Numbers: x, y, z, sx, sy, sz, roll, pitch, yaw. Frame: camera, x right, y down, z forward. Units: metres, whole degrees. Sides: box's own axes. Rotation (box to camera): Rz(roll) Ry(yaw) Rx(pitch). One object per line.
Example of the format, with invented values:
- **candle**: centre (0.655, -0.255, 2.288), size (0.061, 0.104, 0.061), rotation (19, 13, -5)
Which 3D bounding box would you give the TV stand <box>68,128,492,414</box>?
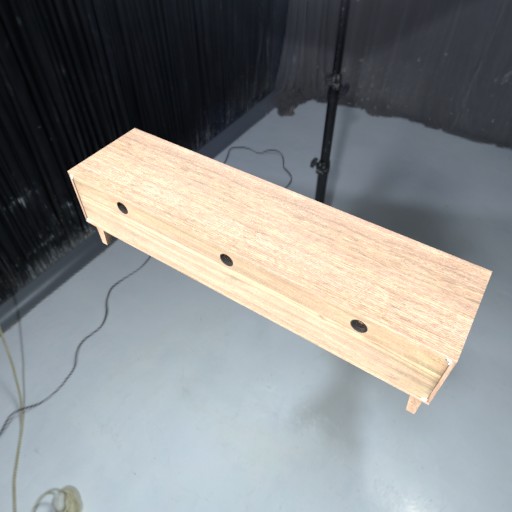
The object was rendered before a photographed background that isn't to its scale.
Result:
- **TV stand**: centre (0.000, 0.000, 1.672), size (1.482, 0.409, 0.366), rotation (26, 52, 22)
